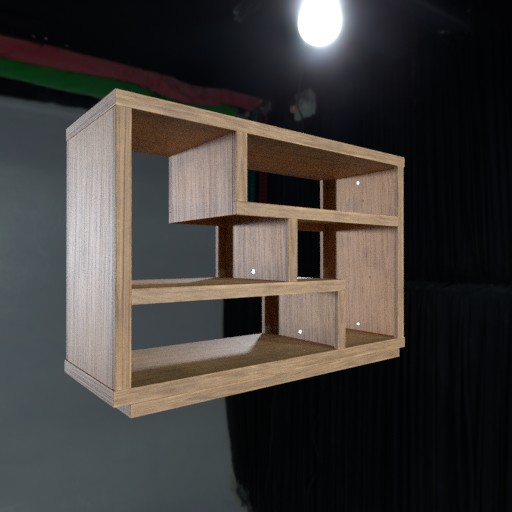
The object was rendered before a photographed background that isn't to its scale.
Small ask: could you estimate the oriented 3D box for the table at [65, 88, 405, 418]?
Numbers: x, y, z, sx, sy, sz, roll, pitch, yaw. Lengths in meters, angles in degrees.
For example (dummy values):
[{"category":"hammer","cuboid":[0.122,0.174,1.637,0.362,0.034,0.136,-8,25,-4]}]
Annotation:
[{"category":"table","cuboid":[0.000,0.000,1.536,1.151,0.771,0.410,0,0,-38]}]
